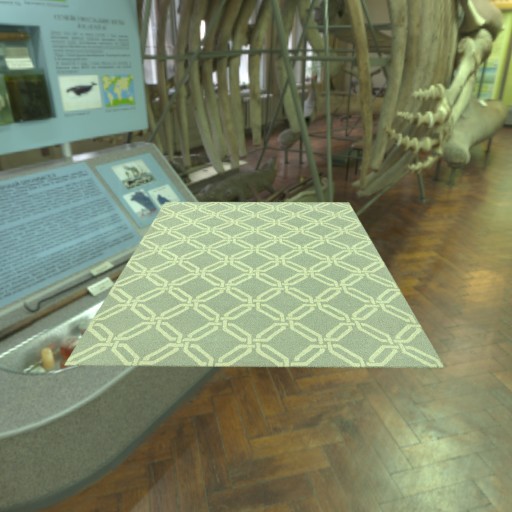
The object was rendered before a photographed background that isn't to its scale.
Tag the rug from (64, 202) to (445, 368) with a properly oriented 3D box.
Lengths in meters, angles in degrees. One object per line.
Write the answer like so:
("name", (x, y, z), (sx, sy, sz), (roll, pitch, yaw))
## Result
("rug", (0.000, 0.000, 4.361), (2.438, 0.013, 3.353), (0, 25, 0))
